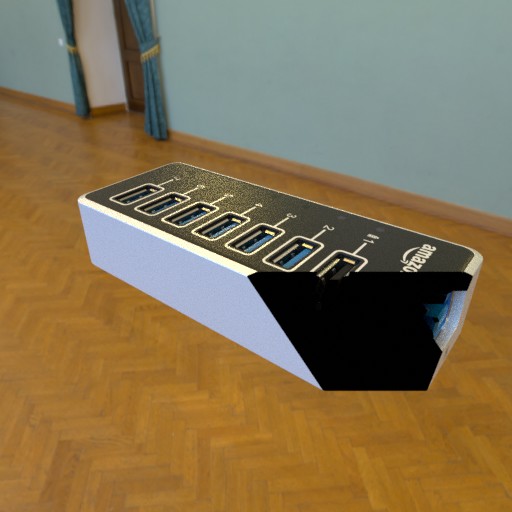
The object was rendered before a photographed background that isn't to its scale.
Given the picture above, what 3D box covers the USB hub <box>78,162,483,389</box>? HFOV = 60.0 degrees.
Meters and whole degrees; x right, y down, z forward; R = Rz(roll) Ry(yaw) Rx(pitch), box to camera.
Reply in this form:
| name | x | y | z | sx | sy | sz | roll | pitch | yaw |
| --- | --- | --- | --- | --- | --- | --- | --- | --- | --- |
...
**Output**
| name | x | y | z | sx | sy | sz | roll | pitch | yaw |
| --- | --- | --- | --- | --- | --- | --- | --- | --- | --- |
| USB hub | 0.000 | 0.000 | 0.128 | 0.110 | 0.023 | 0.044 | 22 | 37 | 32 |
